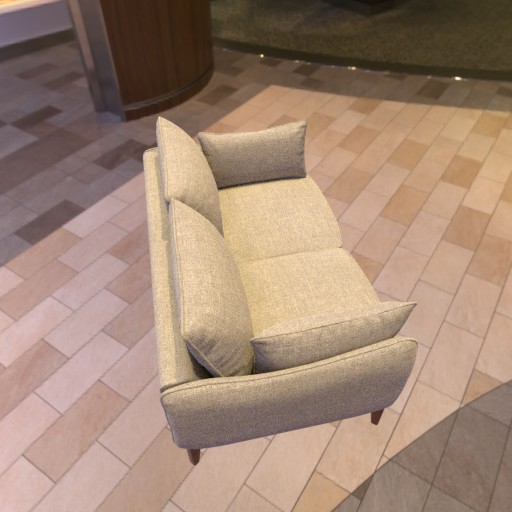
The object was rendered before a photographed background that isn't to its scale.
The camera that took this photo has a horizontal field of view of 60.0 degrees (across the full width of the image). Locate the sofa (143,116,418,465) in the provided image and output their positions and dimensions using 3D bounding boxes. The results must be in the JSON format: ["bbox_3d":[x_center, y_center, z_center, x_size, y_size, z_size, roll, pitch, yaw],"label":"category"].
[{"bbox_3d":[0.000,0.000,2.139,0.972,0.851,1.580,-9,46,-9],"label":"sofa"}]
